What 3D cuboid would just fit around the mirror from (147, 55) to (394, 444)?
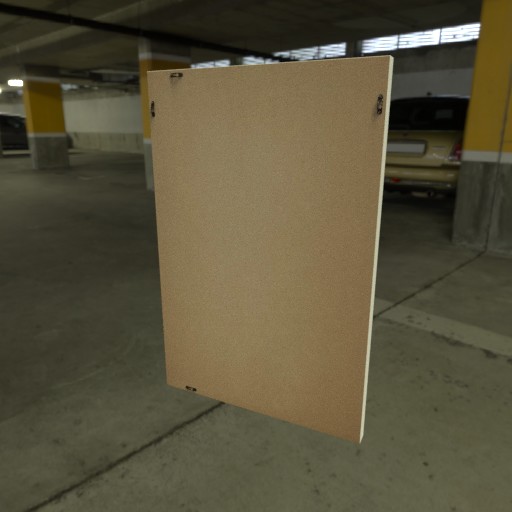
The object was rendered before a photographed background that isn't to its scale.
[{"bbox_3d":[0.000,0.000,1.149,0.609,0.914,0.041,8,18,25],"label":"mirror"}]
